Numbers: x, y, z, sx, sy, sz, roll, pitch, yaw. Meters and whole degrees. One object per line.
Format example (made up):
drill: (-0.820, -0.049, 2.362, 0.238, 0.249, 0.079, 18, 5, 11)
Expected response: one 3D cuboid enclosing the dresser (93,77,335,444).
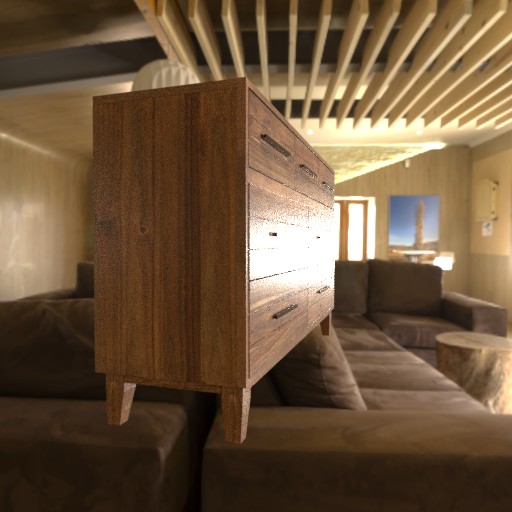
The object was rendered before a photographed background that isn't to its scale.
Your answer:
dresser: (0.000, 0.000, 1.772, 0.446, 0.873, 1.400, 0, 2, 18)
